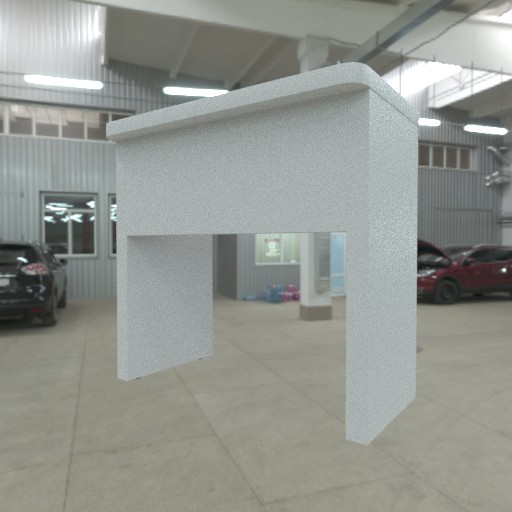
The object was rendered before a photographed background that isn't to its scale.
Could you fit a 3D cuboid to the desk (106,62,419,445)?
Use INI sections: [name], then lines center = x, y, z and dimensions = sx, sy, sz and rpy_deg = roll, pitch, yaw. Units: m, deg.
[desk]
center = 0.000, 0.000, 1.248
dimensions = 0.790, 0.760, 0.446
rpy_deg = 1, 2, 35
